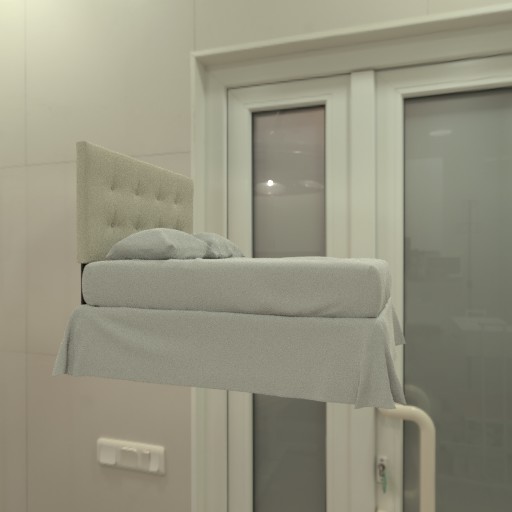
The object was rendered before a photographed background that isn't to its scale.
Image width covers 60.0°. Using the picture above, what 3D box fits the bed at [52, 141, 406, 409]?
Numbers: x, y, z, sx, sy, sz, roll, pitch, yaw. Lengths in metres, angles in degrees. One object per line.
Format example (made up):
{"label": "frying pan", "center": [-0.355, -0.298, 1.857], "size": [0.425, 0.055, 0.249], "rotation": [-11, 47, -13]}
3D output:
{"label": "bed", "center": [0.000, 0.000, 3.460], "size": [2.222, 1.577, 1.936], "rotation": [0, 0, 19]}
